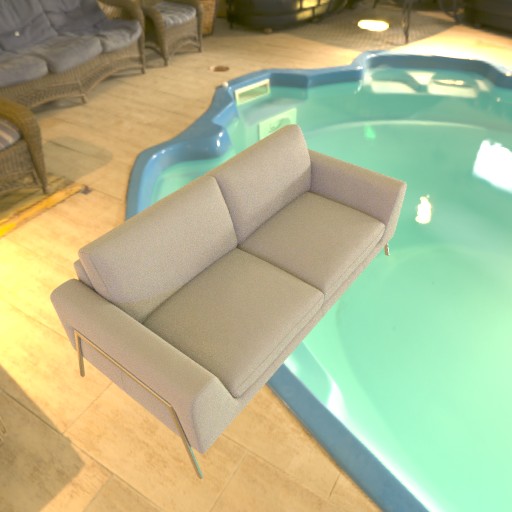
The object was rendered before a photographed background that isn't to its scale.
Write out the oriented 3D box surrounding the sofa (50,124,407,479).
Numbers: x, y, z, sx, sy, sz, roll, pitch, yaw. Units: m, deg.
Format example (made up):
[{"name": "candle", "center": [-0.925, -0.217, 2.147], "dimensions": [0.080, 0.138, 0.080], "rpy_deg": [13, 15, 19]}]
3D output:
[{"name": "sofa", "center": [0.000, 0.000, 2.582], "dimensions": [0.953, 0.875, 2.017], "rpy_deg": [27, 48, 28]}]
